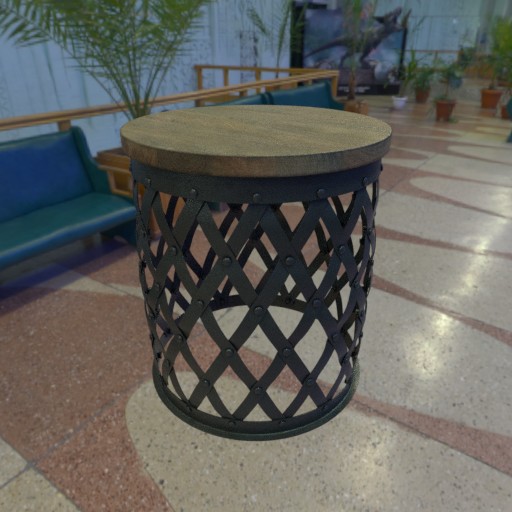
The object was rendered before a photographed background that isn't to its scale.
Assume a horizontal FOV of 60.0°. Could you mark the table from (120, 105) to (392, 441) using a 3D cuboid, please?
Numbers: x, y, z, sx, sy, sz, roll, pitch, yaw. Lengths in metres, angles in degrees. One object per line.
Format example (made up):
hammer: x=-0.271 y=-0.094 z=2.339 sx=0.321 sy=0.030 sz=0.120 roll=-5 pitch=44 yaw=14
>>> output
table: x=0.000 y=0.000 z=0.782 sx=0.405 sy=0.454 sz=0.405 roll=0 pitch=27 yaw=0
